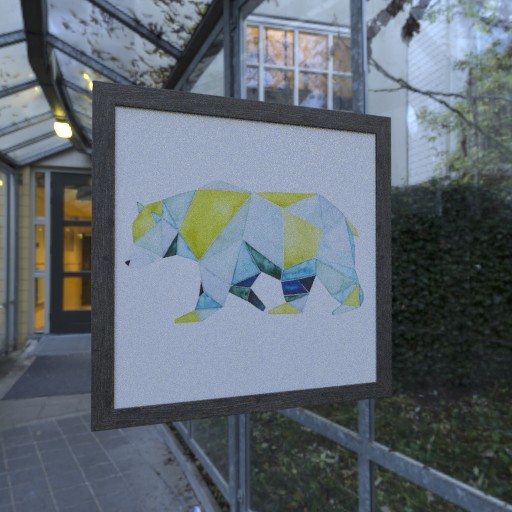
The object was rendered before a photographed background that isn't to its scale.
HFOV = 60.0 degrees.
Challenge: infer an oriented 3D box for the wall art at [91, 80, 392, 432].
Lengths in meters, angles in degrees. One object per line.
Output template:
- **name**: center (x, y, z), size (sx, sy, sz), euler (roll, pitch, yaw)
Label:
- **wall art**: center (0.000, 0.000, 0.665), size (0.462, 0.459, 0.027), euler (0, -1, -19)
